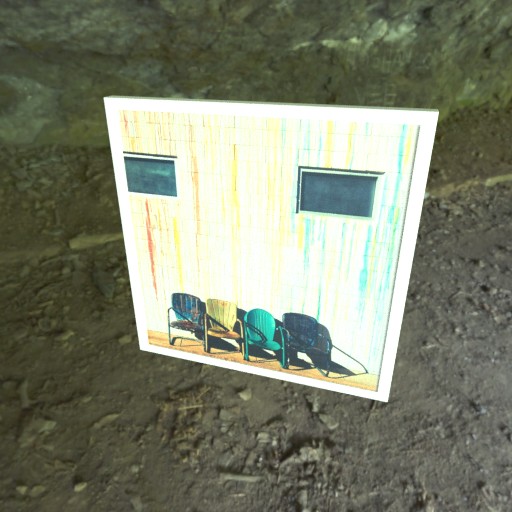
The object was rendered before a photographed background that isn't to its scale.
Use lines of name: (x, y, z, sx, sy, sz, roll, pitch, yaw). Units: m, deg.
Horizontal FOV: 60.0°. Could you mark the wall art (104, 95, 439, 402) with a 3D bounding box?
wall art: (0.000, 0.000, 1.154, 0.760, 0.760, 0.036, 8, 28, 15)
